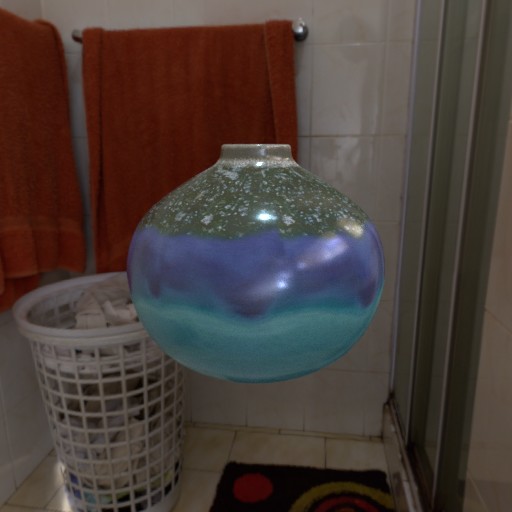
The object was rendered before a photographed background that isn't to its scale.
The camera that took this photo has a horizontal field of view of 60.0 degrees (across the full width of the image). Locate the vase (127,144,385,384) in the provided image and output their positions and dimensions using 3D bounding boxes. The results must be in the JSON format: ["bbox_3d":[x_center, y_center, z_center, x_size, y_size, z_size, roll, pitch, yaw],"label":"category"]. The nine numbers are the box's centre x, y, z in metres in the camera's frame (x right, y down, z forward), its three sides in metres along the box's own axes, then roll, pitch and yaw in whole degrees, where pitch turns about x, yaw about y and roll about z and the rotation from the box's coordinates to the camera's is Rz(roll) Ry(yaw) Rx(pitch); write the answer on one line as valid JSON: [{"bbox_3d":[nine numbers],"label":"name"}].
[{"bbox_3d":[0.000,0.000,0.273,0.154,0.133,0.154,0,14,0],"label":"vase"}]
